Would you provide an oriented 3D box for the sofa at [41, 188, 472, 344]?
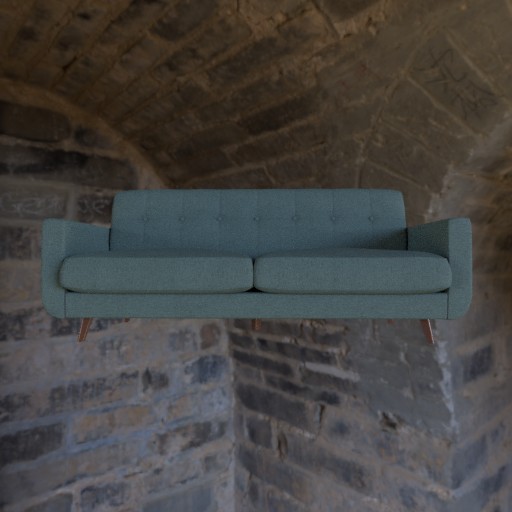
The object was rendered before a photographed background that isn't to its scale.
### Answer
[{"bbox_3d":[0.000,0.000,2.471,2.029,0.841,0.909,0,-1,2],"label":"sofa"}]
